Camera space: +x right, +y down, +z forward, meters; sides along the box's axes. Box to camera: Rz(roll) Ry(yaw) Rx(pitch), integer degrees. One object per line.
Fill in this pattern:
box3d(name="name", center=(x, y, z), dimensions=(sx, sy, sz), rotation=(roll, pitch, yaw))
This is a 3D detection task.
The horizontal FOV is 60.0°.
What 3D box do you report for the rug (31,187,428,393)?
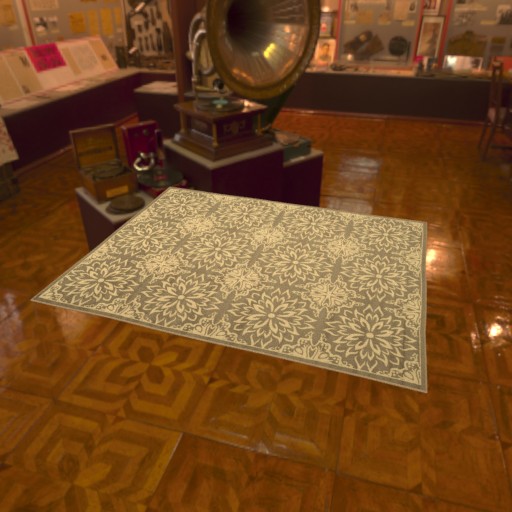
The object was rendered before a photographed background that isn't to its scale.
box3d(name="rug", center=(0.000, 0.000, 4.058), dimensions=(2.980, 0.012, 2.363), rotation=(10, 33, 15))
